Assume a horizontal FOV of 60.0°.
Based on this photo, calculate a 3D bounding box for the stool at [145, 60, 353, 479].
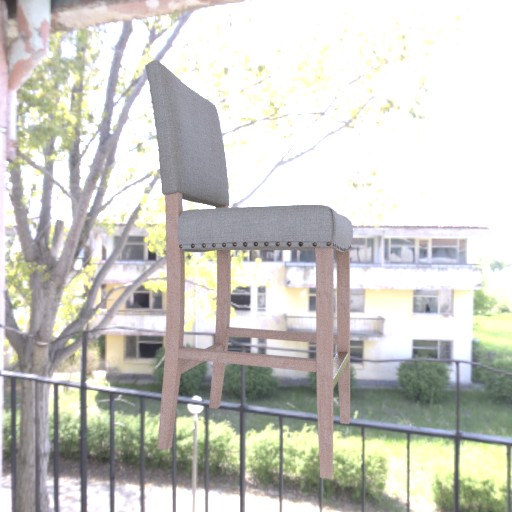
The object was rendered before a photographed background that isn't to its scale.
[{"bbox_3d":[0.000,0.000,1.452,0.585,1.173,0.445,0,0,18],"label":"stool"}]
